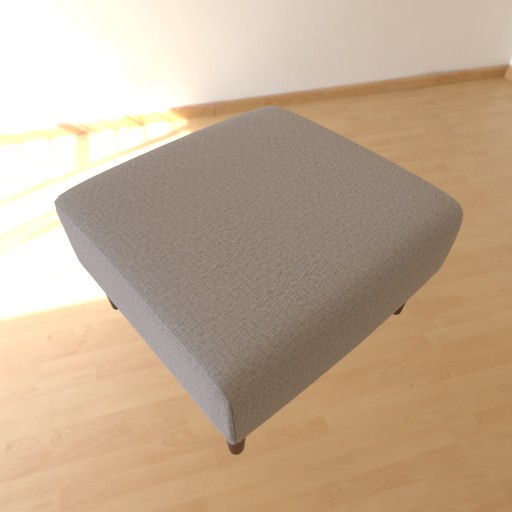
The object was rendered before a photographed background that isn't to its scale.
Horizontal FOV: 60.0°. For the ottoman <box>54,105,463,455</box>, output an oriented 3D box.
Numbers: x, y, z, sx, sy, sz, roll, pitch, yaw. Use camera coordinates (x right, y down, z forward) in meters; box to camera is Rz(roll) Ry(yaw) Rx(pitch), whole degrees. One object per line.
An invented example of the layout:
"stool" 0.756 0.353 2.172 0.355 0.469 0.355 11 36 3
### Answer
"ottoman" 0.000 0.000 1.057 0.655 0.399 0.648 -32 53 -28
